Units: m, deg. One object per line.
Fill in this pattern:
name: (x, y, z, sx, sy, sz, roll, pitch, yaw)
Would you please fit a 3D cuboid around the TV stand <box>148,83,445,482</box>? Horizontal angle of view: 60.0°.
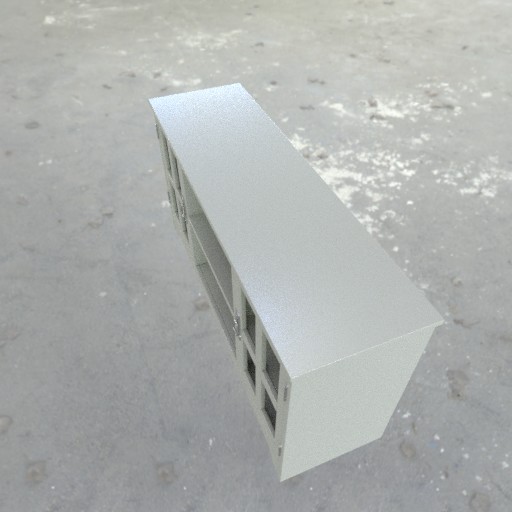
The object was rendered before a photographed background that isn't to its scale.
TV stand: (0.000, 0.000, 1.438, 0.344, 0.603, 1.167, -16, 48, -15)
